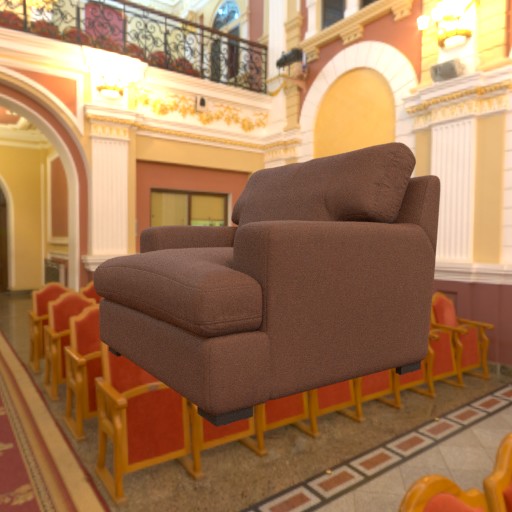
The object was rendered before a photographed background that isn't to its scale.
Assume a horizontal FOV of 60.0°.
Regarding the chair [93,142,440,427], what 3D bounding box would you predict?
[{"bbox_3d":[0.000,0.000,1.982,1.143,0.940,1.168,-2,3,-35],"label":"chair"}]
